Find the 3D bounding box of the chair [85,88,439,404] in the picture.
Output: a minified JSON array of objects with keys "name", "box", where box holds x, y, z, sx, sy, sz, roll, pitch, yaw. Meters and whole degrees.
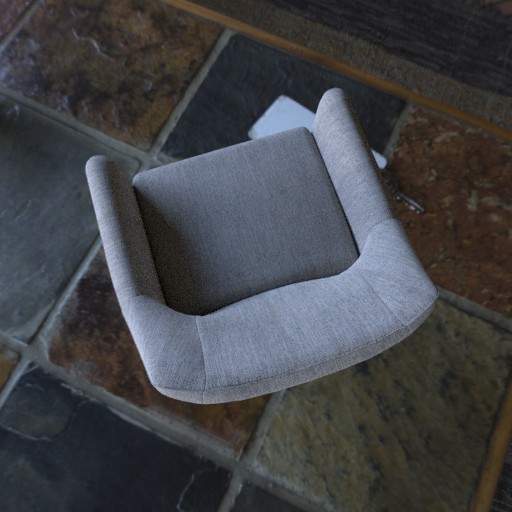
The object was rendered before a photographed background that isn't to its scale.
[{"name":"chair","box":[0.000,0.000,1.353,0.796,0.761,0.758,-17,76,-5]}]
